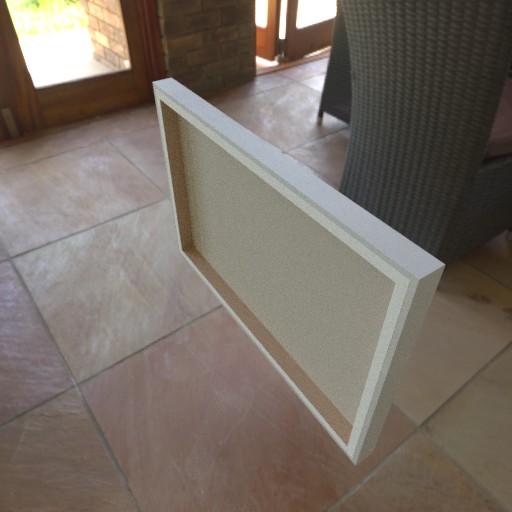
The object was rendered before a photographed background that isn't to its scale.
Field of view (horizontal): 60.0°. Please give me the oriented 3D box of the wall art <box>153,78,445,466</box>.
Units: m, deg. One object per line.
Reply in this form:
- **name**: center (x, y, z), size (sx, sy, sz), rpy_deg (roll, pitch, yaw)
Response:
- **wall art**: center (0.000, 0.000, 0.751), size (0.038, 0.407, 0.609), rpy_deg (-24, 47, -25)
